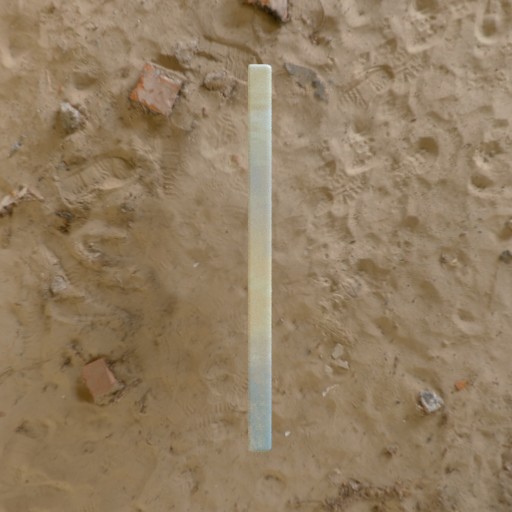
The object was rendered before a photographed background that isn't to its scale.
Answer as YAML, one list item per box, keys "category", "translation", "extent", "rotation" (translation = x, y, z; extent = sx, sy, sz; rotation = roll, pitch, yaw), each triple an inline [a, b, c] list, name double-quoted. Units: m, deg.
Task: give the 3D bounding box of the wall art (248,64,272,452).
- category: "wall art"
  translation: [0.000, 0.000, 1.147]
  extent: [0.037, 0.915, 0.605]
  rotation: [0, 91, -1]
